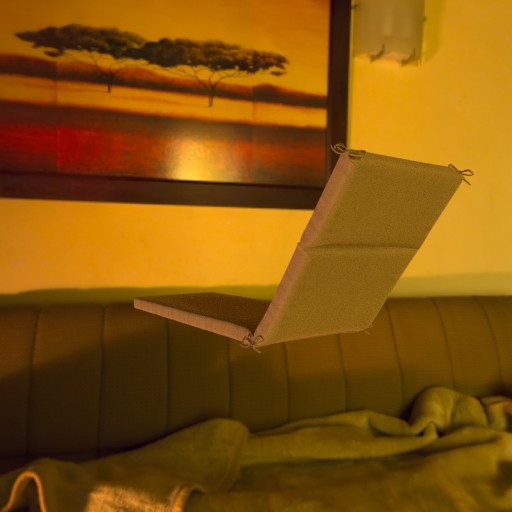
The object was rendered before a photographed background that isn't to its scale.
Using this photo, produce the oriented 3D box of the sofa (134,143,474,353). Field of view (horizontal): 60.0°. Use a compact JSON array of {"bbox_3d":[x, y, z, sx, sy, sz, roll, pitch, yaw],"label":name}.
[{"bbox_3d":[0.000,0.000,1.939,0.582,0.622,1.663,-1,1,-35],"label":"sofa"}]
